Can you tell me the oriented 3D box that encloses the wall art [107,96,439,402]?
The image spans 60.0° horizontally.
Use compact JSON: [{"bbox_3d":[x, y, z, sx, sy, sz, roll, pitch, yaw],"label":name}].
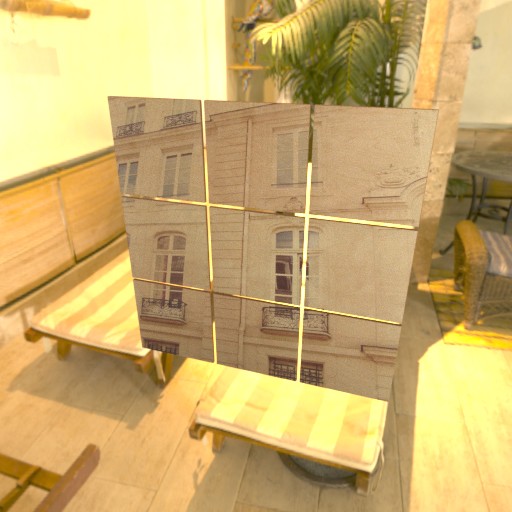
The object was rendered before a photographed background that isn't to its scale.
[{"bbox_3d":[0.000,0.000,1.381,0.915,0.913,0.018,8,27,16],"label":"wall art"}]
